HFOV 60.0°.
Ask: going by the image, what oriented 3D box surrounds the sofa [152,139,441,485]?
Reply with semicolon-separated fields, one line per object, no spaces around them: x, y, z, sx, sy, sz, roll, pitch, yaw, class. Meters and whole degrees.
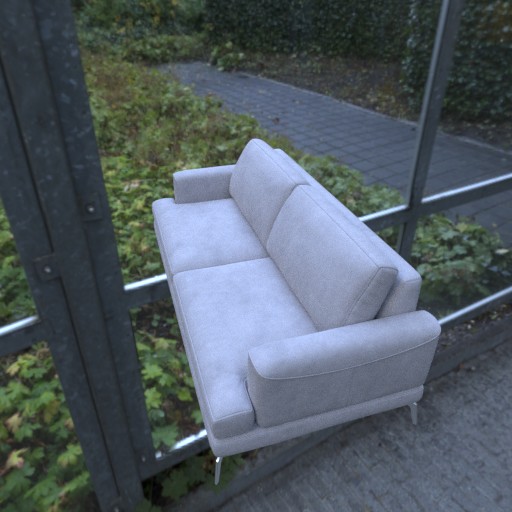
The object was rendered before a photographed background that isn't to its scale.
0.000;0.000;2.512;0.980;0.830;2.013;-10;33;-15;sofa
